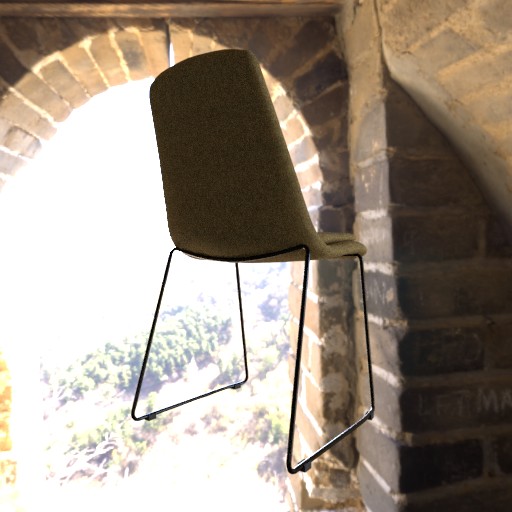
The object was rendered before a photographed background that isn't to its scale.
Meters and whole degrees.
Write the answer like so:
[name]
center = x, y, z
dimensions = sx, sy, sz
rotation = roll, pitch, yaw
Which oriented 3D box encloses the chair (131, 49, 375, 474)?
[chair]
center = 0.000, 0.000, 1.140
dimensions = 0.479, 0.849, 0.496
rotation = 0, 0, 37
